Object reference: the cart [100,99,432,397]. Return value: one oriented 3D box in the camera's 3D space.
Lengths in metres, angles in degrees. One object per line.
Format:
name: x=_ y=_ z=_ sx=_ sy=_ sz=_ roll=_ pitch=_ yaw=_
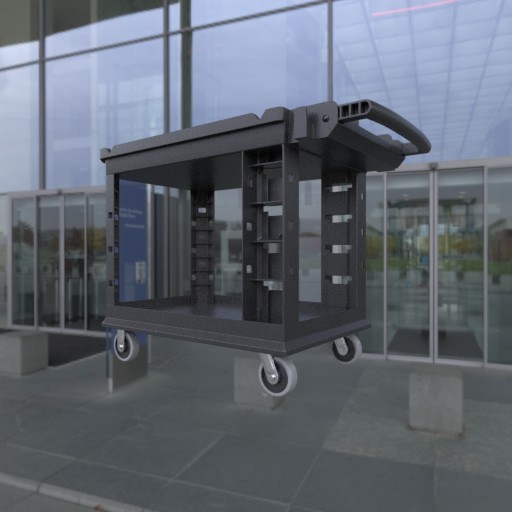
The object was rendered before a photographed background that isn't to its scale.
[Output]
cart: x=0.000 y=0.000 z=1.773 sx=1.239 sy=0.884 sz=0.674 roll=0 pitch=0 yaw=37
